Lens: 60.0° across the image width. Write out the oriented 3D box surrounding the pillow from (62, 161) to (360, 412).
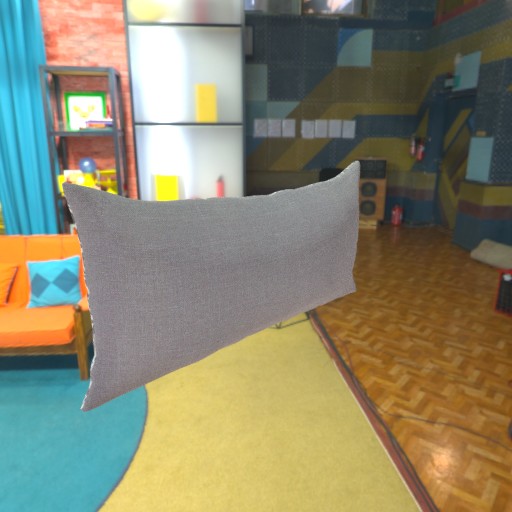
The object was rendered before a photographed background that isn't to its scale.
[{"bbox_3d":[0.000,0.000,0.741,0.148,0.290,0.631,15,21,43],"label":"pillow"}]
